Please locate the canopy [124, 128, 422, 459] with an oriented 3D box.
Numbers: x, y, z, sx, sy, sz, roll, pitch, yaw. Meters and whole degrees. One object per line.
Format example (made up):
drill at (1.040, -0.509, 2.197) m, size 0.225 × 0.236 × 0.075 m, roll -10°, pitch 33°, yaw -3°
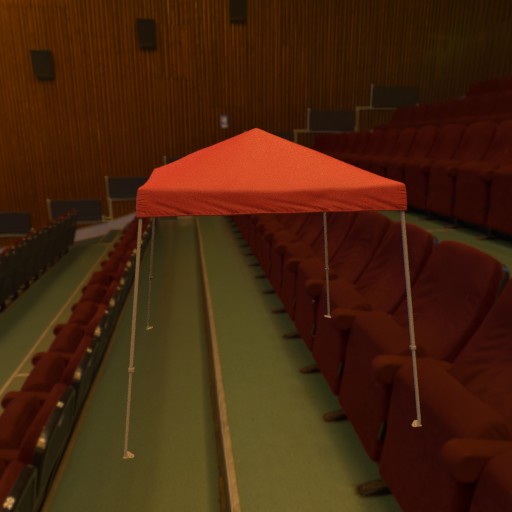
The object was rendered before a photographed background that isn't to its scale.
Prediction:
canopy at (0.000, 0.000, 6.495) m, size 3.599 × 3.600 × 3.600 m, roll -2°, pitch 15°, yaw -9°
